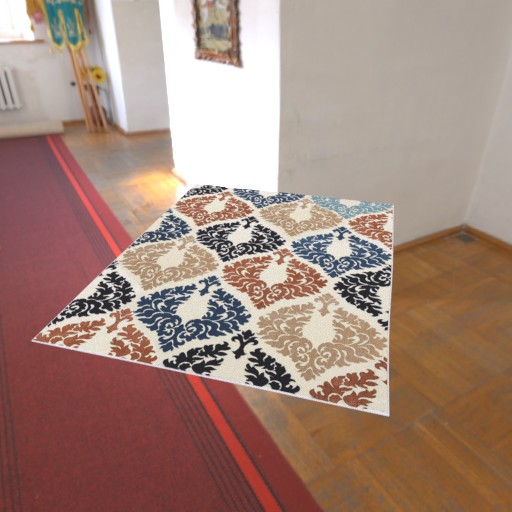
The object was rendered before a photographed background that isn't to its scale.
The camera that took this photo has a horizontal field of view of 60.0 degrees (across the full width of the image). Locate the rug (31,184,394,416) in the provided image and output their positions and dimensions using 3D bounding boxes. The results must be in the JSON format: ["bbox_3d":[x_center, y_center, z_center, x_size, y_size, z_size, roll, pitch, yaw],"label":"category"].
[{"bbox_3d":[0.000,0.000,4.062,2.423,0.014,3.040,8,32,13],"label":"rug"}]
